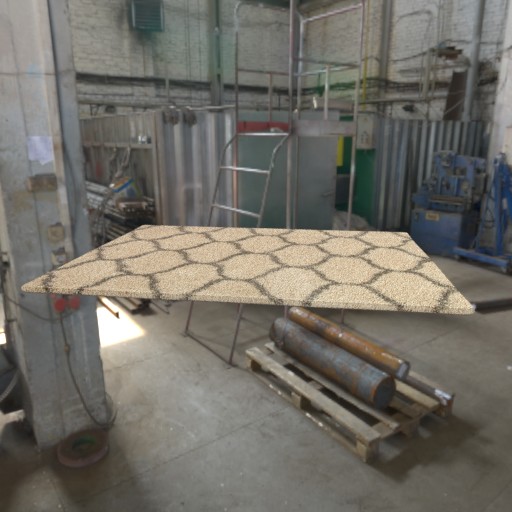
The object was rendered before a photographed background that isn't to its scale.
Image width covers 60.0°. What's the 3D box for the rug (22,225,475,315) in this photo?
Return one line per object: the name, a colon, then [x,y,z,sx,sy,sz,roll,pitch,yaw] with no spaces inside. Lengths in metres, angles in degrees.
rug: [0.000,0.000,2.103,1.600,0.025,1.200,2,15,8]
